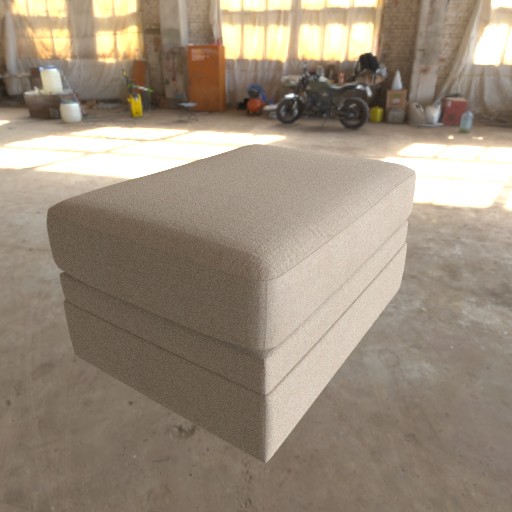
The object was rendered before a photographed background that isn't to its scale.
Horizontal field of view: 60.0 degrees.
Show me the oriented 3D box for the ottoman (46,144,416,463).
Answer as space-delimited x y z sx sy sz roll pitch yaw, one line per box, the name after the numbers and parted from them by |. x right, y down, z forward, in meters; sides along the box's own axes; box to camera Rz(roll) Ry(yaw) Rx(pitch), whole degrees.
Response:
0.000 0.000 1.251 0.637 0.478 0.885 16 30 30 | ottoman
